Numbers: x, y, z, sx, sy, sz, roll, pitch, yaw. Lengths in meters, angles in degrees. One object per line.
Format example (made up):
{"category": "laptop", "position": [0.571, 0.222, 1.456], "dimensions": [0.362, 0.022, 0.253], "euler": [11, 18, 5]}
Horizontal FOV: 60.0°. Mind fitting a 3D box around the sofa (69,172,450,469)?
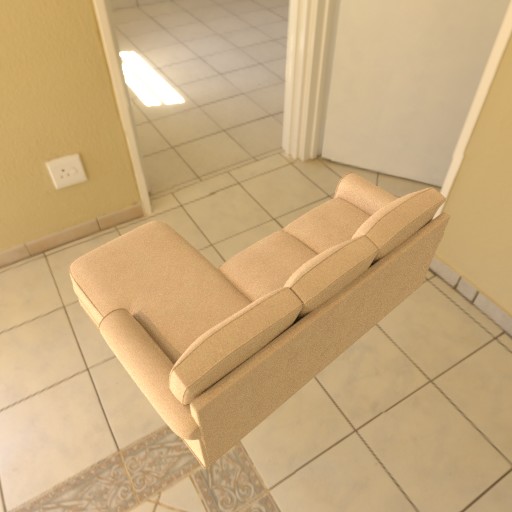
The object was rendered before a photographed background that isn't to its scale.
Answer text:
{"category": "sofa", "position": [0.000, 0.000, 2.414], "dimensions": [1.770, 0.734, 1.226], "euler": [-32, 54, -27]}
